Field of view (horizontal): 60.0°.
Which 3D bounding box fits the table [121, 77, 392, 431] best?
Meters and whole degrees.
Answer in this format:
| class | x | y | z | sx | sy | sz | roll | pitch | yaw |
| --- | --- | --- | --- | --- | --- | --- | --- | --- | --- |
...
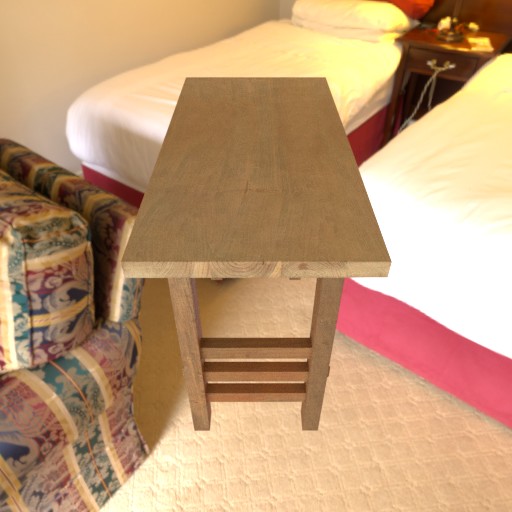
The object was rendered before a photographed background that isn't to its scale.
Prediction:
| class | x | y | z | sx | sy | sz | roll | pitch | yaw |
| --- | --- | --- | --- | --- | --- | --- | --- | --- | --- |
| table | 0.000 | 0.000 | 1.627 | 0.556 | 0.914 | 1.119 | 0 | 40 | 0 |
